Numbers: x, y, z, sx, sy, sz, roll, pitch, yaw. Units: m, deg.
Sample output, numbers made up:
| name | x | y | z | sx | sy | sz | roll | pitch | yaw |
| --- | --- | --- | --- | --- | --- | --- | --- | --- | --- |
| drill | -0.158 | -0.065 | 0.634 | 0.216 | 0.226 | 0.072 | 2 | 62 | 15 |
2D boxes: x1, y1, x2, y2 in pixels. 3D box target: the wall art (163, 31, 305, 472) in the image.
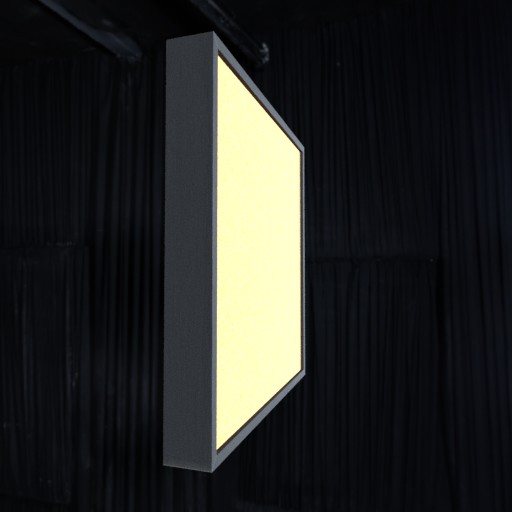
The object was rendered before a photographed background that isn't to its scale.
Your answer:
| name | x | y | z | sx | sy | sz | roll | pitch | yaw |
| --- | --- | --- | --- | --- | --- | --- | --- | --- | --- |
| wall art | 0.000 | 0.000 | 0.457 | 0.037 | 0.305 | 0.305 | -1 | -2 | 18 |
